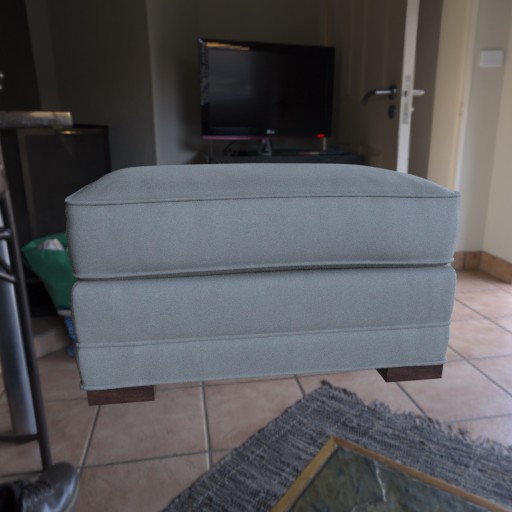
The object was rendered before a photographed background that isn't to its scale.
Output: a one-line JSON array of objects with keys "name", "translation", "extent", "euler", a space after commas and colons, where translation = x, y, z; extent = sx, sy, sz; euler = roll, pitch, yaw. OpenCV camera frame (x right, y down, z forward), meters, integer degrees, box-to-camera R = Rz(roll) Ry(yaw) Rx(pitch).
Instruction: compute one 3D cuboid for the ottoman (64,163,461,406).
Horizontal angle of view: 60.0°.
[{"name": "ottoman", "translation": [0.000, 0.000, 1.202], "extent": [0.848, 0.482, 0.611], "euler": [-2, 15, -8]}]
